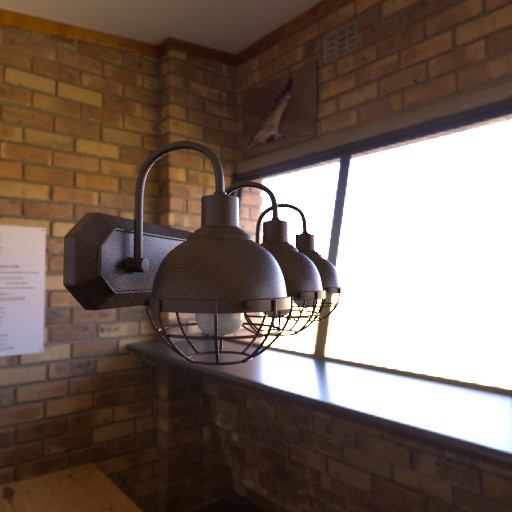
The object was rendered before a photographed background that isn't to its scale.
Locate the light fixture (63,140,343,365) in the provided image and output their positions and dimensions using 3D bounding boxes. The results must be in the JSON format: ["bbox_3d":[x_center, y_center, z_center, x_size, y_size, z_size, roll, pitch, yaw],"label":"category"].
[{"bbox_3d":[0.000,0.000,0.741,0.229,0.254,0.634,-1,-3,18],"label":"light fixture"}]
